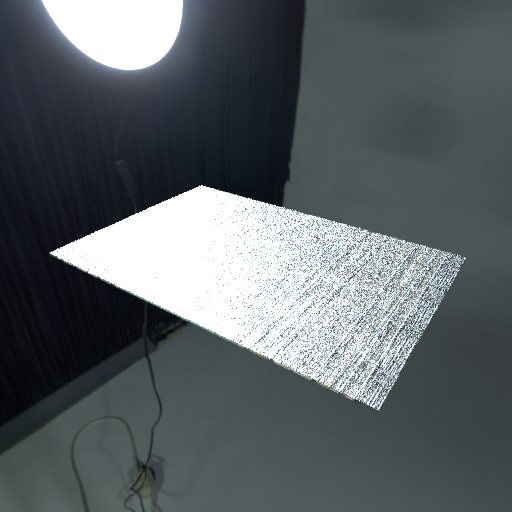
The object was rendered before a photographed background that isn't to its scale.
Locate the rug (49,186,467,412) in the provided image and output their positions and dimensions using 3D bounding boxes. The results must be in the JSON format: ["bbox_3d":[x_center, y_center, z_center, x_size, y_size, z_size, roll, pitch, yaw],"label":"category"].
[{"bbox_3d":[0.000,0.000,2.312,1.811,0.010,1.212,19,35,30],"label":"rug"}]
